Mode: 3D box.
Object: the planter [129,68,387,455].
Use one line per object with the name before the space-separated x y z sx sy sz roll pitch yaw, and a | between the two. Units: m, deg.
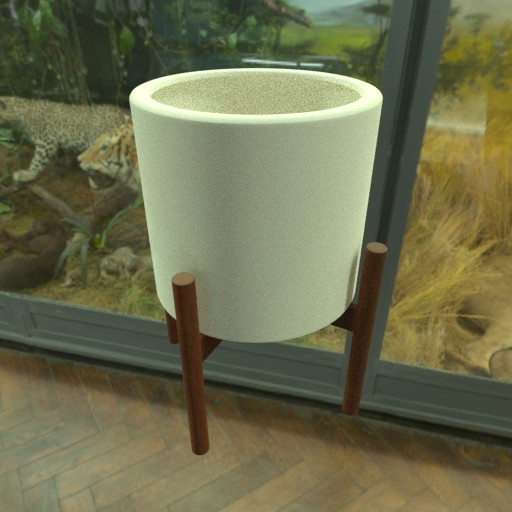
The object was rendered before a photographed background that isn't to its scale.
planter | 0.000 0.000 0.494 0.224 0.358 0.224 -9 32 -14
